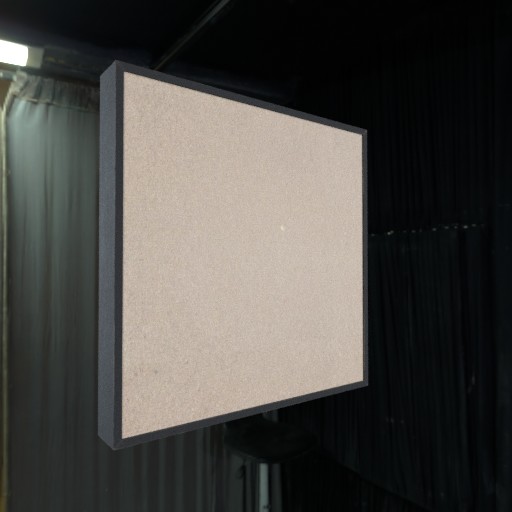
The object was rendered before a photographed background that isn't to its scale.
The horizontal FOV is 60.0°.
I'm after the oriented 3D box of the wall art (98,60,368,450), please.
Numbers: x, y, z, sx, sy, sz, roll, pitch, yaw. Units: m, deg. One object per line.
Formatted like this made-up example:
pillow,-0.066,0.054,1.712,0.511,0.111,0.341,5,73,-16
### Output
wall art,0.000,0.000,0.453,0.305,0.305,0.038,1,-1,-37
